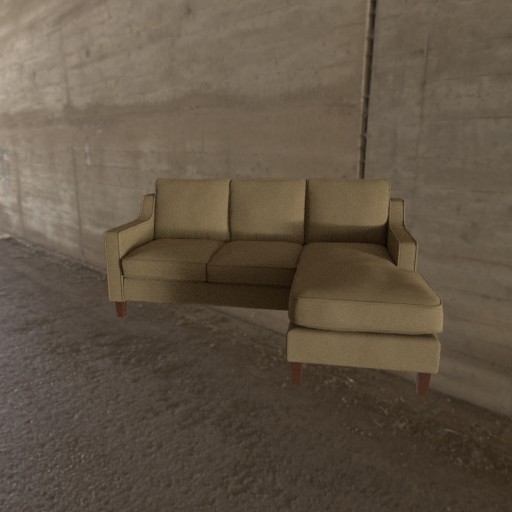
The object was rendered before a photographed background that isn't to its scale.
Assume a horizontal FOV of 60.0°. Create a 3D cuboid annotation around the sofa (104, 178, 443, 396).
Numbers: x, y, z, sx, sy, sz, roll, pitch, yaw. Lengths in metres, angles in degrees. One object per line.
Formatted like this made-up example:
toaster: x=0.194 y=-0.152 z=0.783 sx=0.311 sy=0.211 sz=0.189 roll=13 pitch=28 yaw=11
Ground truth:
sofa: x=0.000 y=0.000 z=3.299 sx=2.317 sy=1.066 sz=1.858 roll=2 pitch=14 yaw=10
